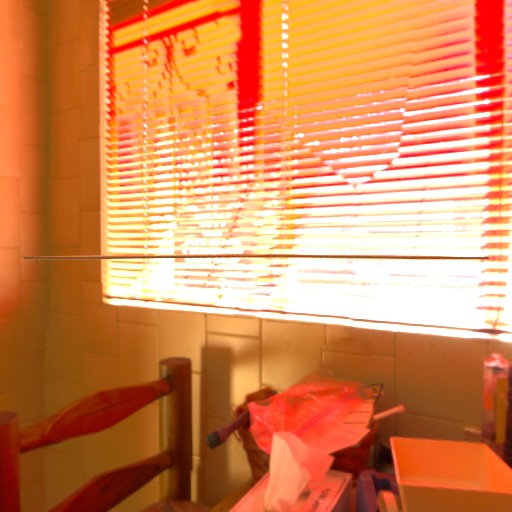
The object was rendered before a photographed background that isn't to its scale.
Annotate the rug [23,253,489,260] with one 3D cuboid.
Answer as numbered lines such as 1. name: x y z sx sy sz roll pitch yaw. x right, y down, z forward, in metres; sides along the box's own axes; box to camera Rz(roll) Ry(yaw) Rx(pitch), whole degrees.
1. rug: 0.000 0.000 4.239 3.202 0.045 2.434 0 0 0
